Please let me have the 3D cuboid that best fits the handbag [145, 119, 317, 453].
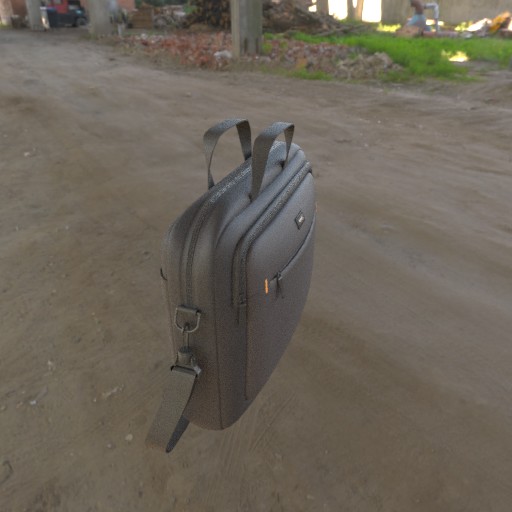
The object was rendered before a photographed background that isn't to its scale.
[{"bbox_3d":[0.000,0.000,0.584,0.126,0.330,0.429,10,31,17],"label":"handbag"}]
